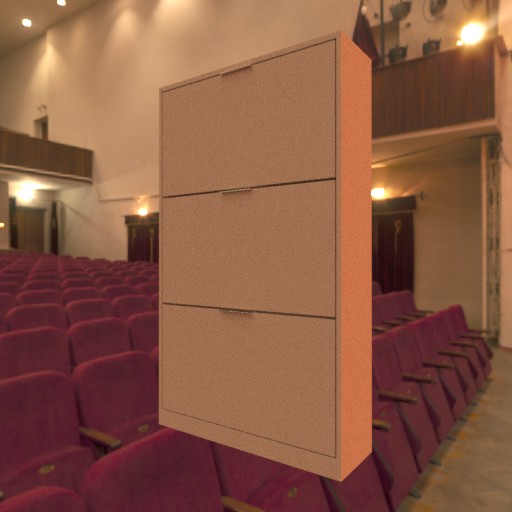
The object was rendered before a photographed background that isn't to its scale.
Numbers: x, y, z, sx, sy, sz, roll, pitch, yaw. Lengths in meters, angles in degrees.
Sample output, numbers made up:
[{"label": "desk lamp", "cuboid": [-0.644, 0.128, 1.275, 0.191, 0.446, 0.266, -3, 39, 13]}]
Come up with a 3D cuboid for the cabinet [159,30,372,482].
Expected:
[{"label": "cabinet", "cuboid": [0.000, 0.000, 1.563, 0.750, 1.280, 0.250, 0, 0, 35]}]
